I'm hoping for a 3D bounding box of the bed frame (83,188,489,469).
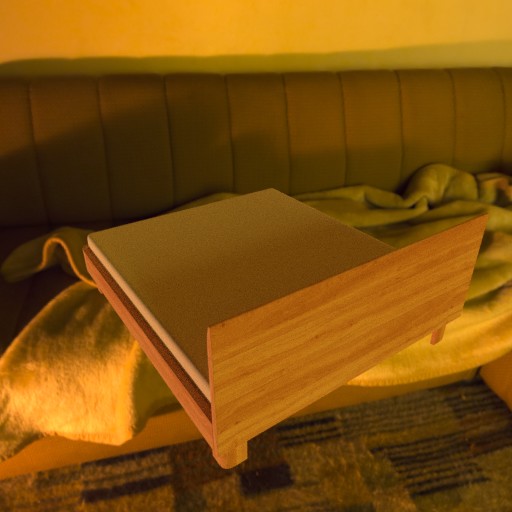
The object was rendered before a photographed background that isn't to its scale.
[{"bbox_3d":[0.000,0.000,3.105,1.872,0.940,2.092,-19,34,-30],"label":"bed frame"}]
